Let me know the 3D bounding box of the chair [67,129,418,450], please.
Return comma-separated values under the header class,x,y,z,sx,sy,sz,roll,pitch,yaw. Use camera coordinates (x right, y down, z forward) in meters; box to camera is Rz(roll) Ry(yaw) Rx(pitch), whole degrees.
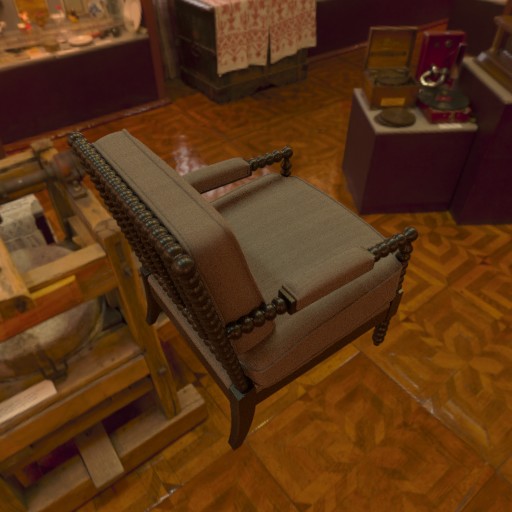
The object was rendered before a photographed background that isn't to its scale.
class,x,y,z,sx,sy,sz,roll,pitch,yaw
chair,0.000,0.000,1.113,0.622,0.661,0.540,-26,49,-25
